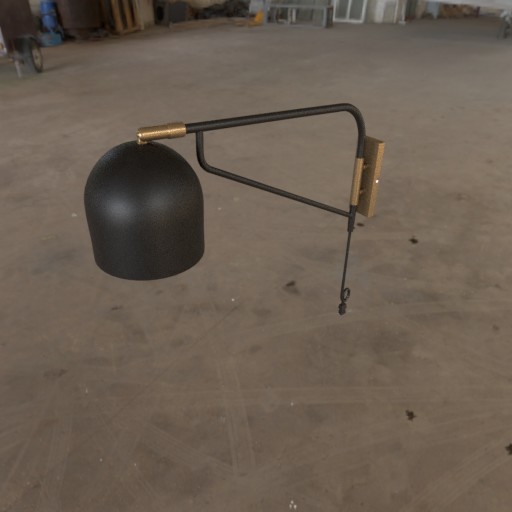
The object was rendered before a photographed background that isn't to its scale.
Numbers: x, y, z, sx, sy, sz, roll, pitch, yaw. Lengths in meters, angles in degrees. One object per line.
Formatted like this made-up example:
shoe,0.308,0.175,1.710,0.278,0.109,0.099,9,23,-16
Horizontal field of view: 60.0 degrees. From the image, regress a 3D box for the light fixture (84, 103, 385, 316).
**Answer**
light fixture,0.000,0.000,1.059,0.720,0.696,0.215,-21,38,-29
